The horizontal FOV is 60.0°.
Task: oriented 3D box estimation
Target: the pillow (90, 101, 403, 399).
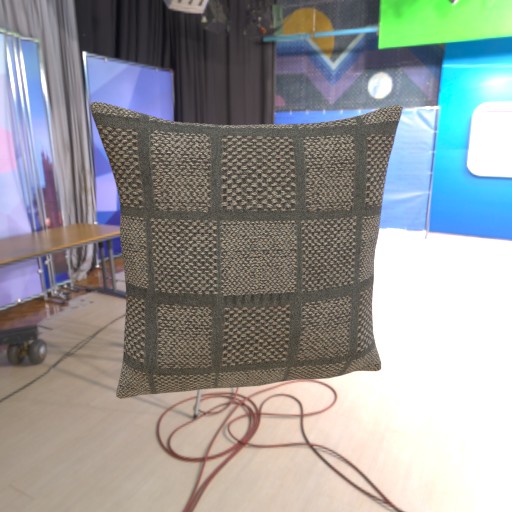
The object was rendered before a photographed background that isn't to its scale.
[{"bbox_3d":[0.000,0.000,0.660,0.435,0.432,0.138,-3,17,-10],"label":"pillow"}]
